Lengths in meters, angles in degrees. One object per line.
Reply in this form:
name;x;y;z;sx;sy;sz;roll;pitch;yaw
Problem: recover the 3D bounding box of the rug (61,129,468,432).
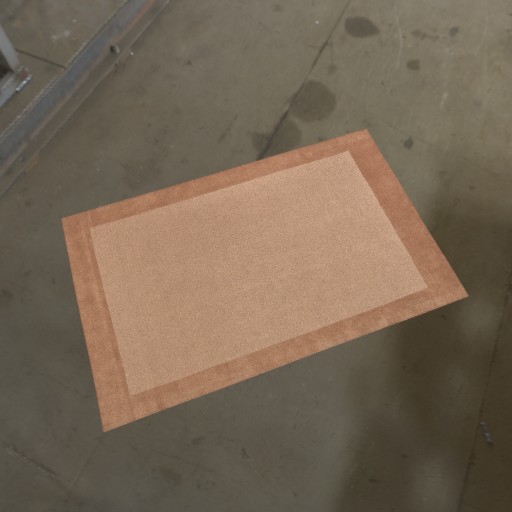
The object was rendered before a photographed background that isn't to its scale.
rug;0.000;0.000;3.059;2.438;0.014;1.524;-18;65;-9
